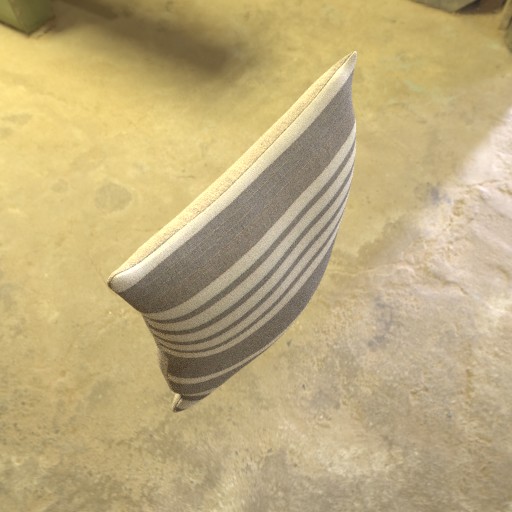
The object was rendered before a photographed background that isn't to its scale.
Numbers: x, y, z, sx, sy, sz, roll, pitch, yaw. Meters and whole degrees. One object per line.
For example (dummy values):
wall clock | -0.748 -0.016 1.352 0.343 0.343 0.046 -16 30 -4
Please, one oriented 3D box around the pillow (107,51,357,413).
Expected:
pillow | 0.000 0.000 0.651 0.182 0.440 0.439 32 63 19
